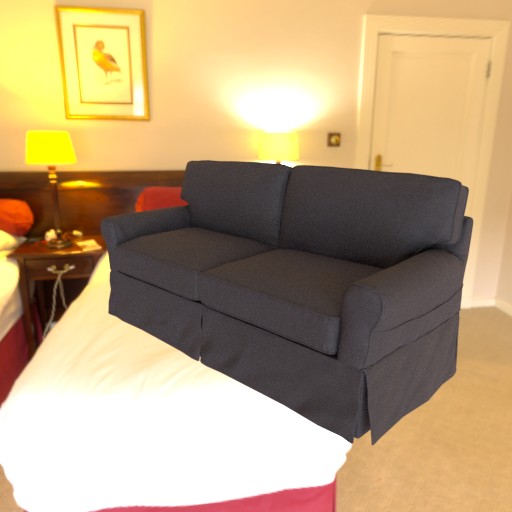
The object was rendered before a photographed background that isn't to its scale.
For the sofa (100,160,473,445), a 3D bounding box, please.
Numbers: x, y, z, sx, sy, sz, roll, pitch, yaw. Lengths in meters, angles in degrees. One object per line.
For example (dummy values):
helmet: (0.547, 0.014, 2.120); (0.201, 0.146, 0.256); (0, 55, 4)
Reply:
sofa: (0.000, 0.000, 2.763); (2.256, 1.094, 0.983); (14, 21, 41)
